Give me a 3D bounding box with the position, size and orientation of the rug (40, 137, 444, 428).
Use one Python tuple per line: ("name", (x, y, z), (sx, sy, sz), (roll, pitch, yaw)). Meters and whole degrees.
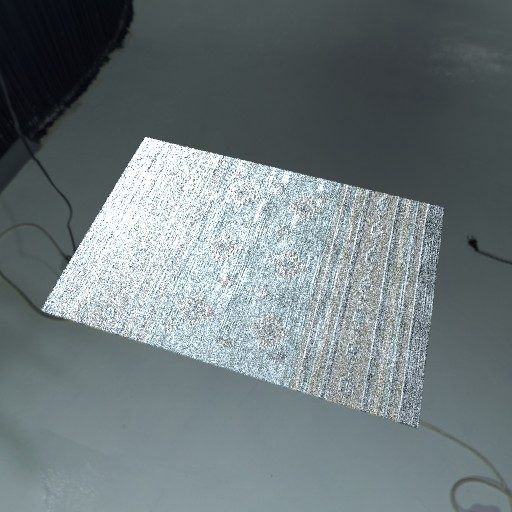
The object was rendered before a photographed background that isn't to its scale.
("rug", (0.000, 0.000, 2.305), (1.811, 0.010, 1.212), (15, 61, 9))
